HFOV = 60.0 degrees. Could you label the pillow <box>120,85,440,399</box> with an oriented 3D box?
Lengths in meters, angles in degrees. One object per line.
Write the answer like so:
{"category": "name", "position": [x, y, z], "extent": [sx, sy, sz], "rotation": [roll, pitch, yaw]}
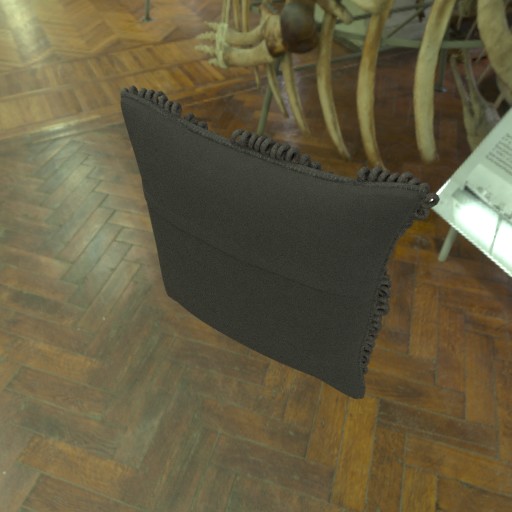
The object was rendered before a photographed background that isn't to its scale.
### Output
{"category": "pillow", "position": [0.000, 0.000, 0.724], "extent": [0.470, 0.467, 0.172], "rotation": [25, 51, 22]}
